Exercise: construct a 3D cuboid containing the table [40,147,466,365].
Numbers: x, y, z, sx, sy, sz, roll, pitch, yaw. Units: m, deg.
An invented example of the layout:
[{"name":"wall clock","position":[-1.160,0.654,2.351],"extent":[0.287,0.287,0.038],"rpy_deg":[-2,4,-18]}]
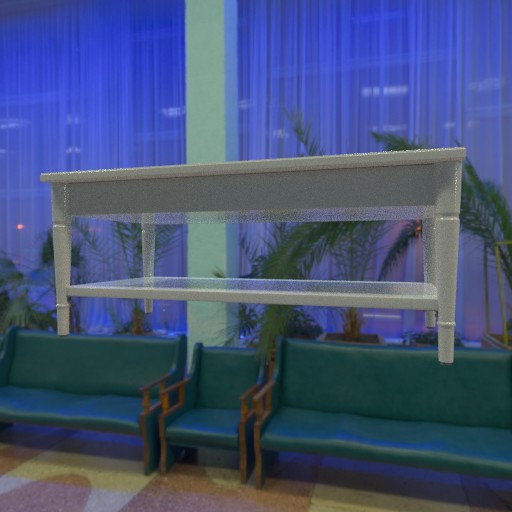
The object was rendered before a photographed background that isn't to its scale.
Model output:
[{"name":"table","position":[0.000,0.000,1.326],"extent":[1.067,0.457,0.559],"rpy_deg":[0,1,18]}]
